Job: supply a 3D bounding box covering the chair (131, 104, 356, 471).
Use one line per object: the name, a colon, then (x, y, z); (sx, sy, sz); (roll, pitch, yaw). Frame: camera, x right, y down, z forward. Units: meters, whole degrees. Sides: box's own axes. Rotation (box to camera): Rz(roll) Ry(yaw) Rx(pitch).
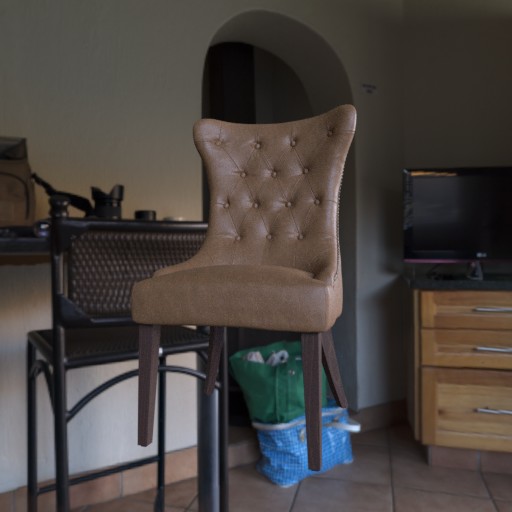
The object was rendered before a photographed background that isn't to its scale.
chair: (0.000, 0.000, 1.439); (0.611, 1.065, 0.669); (0, 0, 17)
